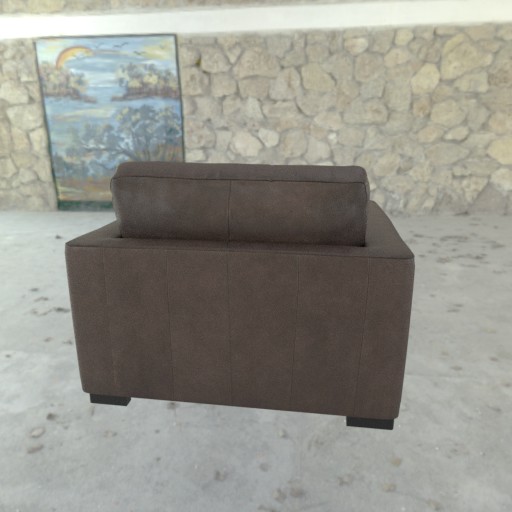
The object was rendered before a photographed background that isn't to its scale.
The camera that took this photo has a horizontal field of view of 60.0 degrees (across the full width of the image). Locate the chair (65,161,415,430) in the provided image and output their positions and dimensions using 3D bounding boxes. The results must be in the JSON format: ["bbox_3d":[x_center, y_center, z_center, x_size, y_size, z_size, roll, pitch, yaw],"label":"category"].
[{"bbox_3d":[0.000,0.000,1.830,1.100,0.812,1.069,2,16,8],"label":"chair"}]
